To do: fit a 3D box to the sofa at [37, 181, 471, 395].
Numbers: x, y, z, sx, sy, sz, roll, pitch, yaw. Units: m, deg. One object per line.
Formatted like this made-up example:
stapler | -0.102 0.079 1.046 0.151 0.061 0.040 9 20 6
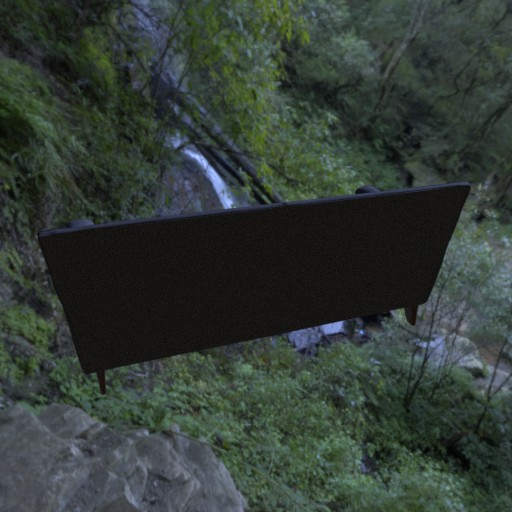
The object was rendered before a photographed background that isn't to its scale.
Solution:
sofa | 0.000 0.000 2.474 2.002 0.907 0.843 -9 28 -16
